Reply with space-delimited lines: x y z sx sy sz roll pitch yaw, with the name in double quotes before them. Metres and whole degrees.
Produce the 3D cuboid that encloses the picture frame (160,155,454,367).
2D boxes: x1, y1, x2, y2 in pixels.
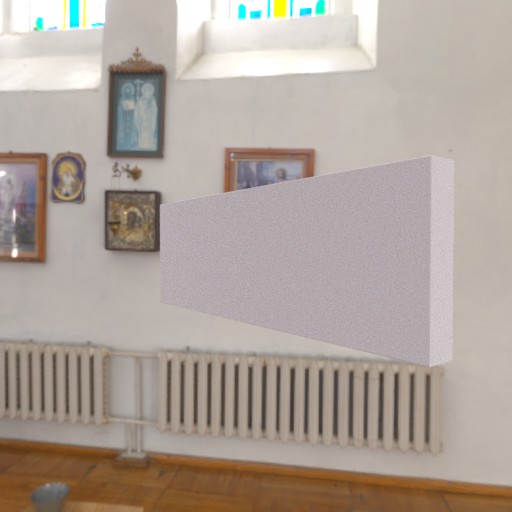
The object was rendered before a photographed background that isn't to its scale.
"picture frame" 0.000 0.000 0.842 0.050 0.250 0.759 -1 2 -36
